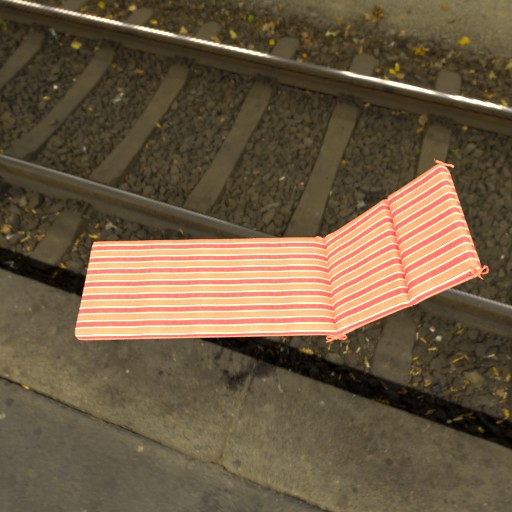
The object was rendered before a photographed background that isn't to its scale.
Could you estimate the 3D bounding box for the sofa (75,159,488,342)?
[{"bbox_3d":[0.000,0.000,1.938,1.663,0.622,0.582,-1,58,-1],"label":"sofa"}]
